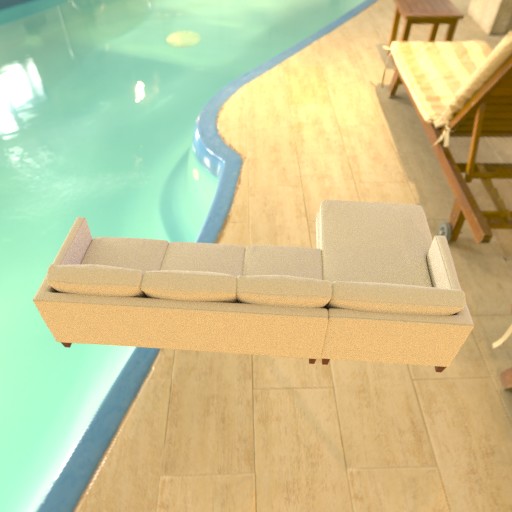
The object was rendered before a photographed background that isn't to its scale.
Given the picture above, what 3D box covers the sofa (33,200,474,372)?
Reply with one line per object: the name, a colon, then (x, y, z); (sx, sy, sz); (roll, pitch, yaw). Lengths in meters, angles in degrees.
sofa: (0.000, 0.000, 3.892); (3.186, 0.846, 1.625); (3, 47, 3)
